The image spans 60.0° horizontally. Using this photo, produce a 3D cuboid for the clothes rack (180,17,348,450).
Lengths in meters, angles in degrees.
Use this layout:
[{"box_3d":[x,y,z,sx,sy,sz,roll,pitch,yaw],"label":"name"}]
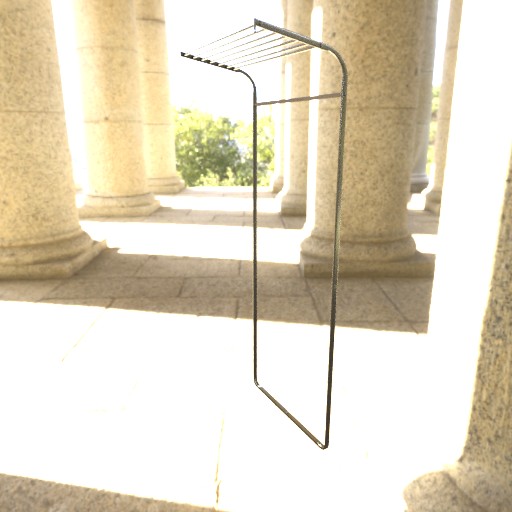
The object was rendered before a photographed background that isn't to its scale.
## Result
[{"box_3d":[0.000,0.000,1.783,0.349,1.574,0.609,-9,18,-28],"label":"clothes rack"}]
